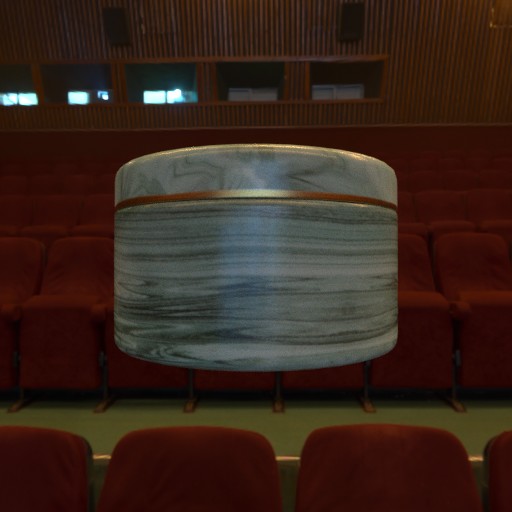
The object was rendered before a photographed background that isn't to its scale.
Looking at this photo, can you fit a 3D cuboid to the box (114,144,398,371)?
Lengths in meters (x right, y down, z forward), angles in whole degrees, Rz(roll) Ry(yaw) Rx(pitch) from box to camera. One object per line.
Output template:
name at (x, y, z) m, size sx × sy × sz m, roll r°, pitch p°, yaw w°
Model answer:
box at (0.000, 0.000, 0.166) m, size 0.101 × 0.063 × 0.101 m, roll 0°, pitch -1°, yaw 0°
